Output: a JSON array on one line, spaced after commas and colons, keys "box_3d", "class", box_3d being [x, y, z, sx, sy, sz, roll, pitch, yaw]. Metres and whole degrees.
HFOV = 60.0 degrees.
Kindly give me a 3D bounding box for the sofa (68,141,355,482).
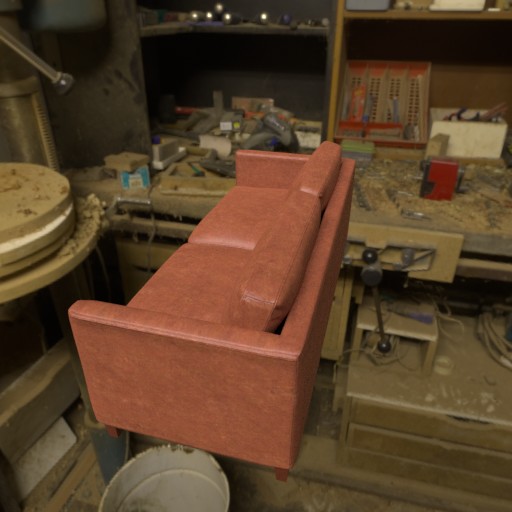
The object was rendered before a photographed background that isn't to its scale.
[{"box_3d": [0.000, 0.000, 2.647, 0.950, 0.932, 2.204, 8, 31, 14], "class": "sofa"}]
